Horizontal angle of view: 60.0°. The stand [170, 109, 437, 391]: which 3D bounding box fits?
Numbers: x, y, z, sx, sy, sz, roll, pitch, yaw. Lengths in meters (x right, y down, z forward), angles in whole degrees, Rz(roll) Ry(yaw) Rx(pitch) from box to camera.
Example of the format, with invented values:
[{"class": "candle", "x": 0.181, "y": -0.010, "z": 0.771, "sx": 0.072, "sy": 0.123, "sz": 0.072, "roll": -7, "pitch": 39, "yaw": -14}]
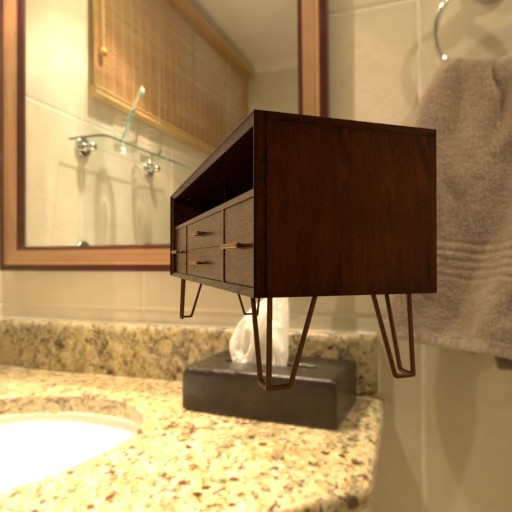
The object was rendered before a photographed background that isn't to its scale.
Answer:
[{"class": "stand", "x": 0.000, "y": 0.000, "z": 1.656, "sx": 0.481, "sy": 0.610, "sz": 1.372, "roll": 0, "pitch": 0, "yaw": -18}]
